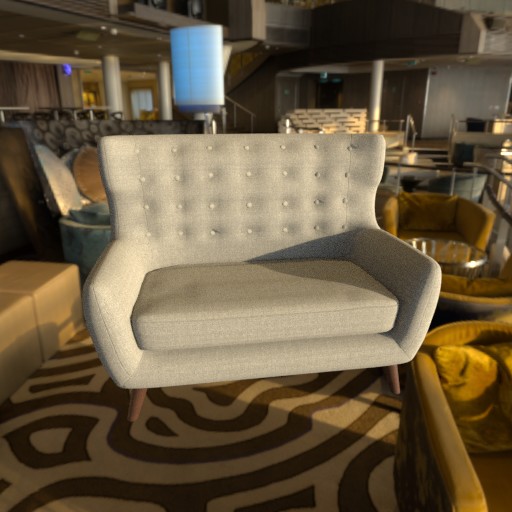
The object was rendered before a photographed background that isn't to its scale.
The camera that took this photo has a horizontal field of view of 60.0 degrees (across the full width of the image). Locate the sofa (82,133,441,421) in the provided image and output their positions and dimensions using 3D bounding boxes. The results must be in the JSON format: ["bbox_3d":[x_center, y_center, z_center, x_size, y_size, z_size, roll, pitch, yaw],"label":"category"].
[{"bbox_3d":[0.000,0.000,1.994,1.386,1.028,0.884,-3,19,-9],"label":"sofa"}]
